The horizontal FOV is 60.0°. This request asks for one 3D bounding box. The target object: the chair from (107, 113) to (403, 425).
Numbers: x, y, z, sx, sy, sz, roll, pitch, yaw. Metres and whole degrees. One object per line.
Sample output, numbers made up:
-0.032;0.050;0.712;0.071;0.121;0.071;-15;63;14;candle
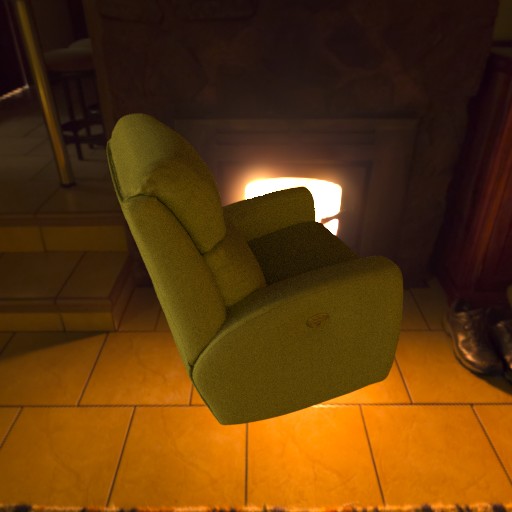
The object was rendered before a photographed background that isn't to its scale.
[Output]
0.000;0.000;1.686;0.940;1.016;0.794;-11;33;-17;chair
